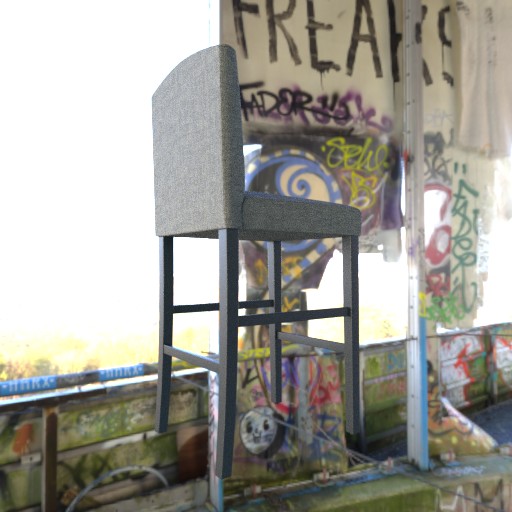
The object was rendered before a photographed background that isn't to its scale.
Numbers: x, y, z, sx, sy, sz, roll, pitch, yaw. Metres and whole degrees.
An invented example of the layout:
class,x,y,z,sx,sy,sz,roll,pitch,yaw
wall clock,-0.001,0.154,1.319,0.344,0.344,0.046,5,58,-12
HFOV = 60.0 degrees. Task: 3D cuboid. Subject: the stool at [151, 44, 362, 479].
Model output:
class,x,y,z,sx,sy,sz,roll,pitch,yaw
stool,0.000,0.000,1.443,0.552,1.138,0.451,1,-1,-36
